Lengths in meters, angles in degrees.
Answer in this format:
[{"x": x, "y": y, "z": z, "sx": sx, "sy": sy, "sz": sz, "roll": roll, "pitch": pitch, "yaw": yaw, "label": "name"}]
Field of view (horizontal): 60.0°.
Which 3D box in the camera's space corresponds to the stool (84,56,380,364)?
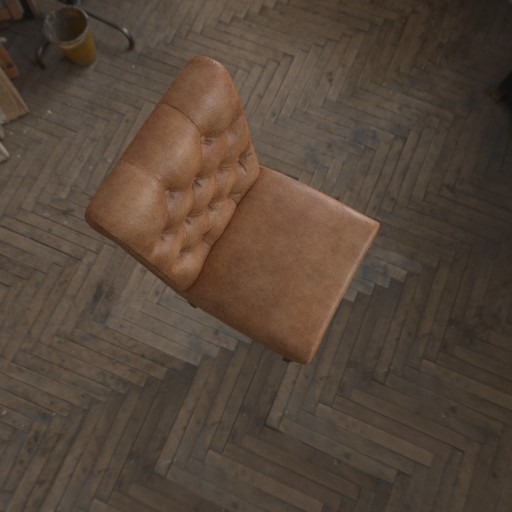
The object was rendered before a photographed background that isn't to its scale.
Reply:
[{"x": 0.000, "y": 0.000, "z": 1.460, "sx": 0.601, "sy": 1.140, "sz": 0.493, "roll": 29, "pitch": 78, "yaw": 7, "label": "stool"}]
